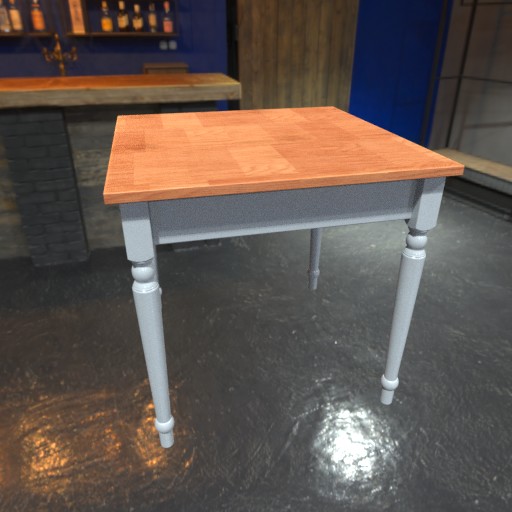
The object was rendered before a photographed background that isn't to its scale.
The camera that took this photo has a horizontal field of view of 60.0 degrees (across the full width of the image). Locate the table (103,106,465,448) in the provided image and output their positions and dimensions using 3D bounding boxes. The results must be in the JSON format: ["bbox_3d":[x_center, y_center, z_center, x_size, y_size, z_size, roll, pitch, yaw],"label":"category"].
[{"bbox_3d":[0.000,0.000,1.372,0.747,0.738,0.747,-6,29,-12],"label":"table"}]
